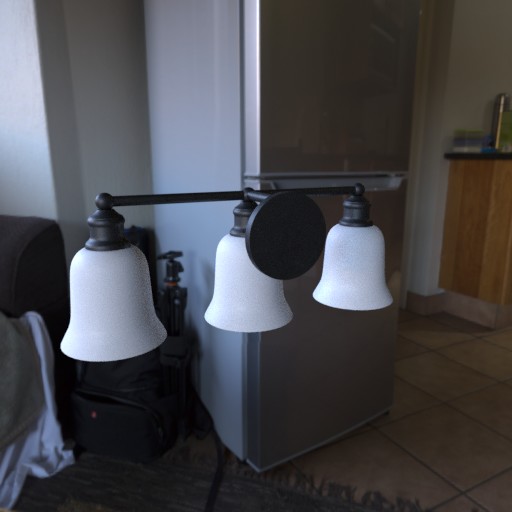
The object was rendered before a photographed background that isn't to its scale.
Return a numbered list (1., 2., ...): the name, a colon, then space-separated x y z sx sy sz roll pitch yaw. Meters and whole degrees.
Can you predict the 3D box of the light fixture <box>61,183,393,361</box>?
1. light fixture: 0.000 0.000 0.683 0.570 0.211 0.198 -6 15 -26
